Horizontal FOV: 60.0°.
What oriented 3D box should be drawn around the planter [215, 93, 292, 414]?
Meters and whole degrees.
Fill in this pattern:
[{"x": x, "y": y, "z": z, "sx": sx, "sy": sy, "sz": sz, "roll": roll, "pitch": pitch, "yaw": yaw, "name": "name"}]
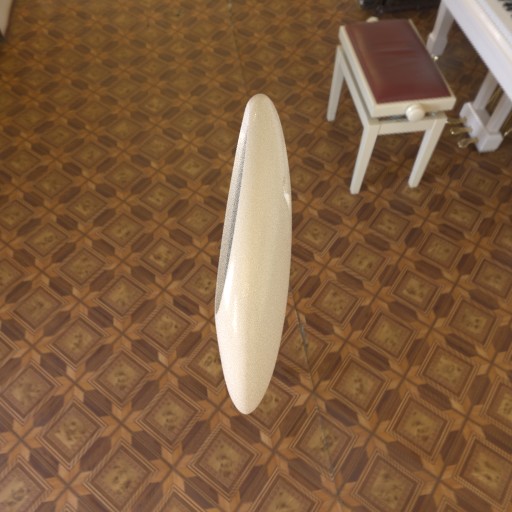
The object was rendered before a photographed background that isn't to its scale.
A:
[{"x": 0.000, "y": 0.000, "z": 0.276, "sx": 0.043, "sy": 0.188, "sz": 0.185, "roll": 3, "pitch": 58, "yaw": 2, "name": "planter"}]
